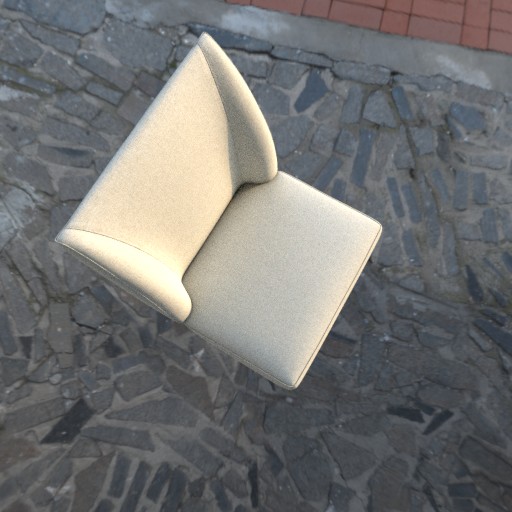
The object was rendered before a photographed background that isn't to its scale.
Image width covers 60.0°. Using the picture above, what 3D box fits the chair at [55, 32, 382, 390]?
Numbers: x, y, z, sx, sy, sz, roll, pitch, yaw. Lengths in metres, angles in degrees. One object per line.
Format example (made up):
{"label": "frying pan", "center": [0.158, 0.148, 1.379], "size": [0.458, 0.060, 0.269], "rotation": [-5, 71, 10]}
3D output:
{"label": "chair", "center": [0.000, 0.000, 1.159], "size": [0.522, 0.863, 0.508], "rotation": [30, 79, 7]}
